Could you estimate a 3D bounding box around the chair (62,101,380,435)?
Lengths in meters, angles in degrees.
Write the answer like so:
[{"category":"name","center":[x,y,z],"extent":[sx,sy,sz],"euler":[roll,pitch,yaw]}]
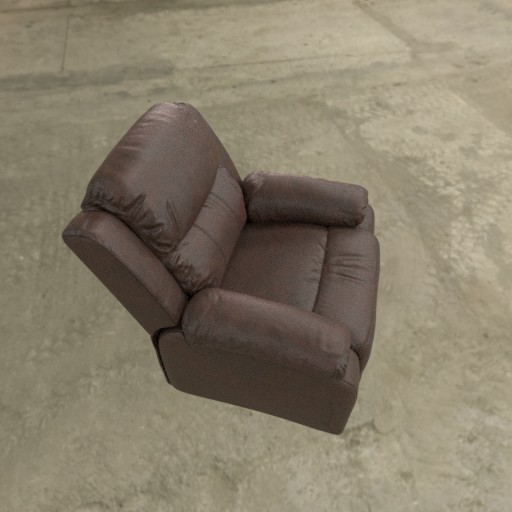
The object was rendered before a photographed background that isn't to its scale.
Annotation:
[{"category":"chair","center":[0.000,0.000,1.246],"extent":[0.707,0.702,0.680],"euler":[10,47,10]}]
